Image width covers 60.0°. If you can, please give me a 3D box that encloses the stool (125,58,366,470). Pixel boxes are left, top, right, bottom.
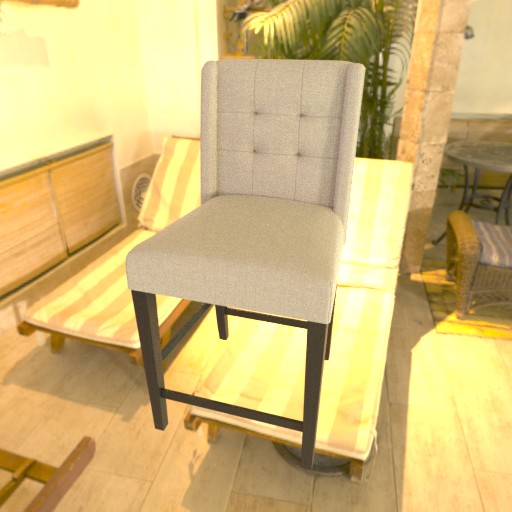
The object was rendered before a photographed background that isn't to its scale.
[{"bbox_3d":[0.000,0.000,1.187,0.474,0.939,0.509,8,28,15],"label":"stool"}]
